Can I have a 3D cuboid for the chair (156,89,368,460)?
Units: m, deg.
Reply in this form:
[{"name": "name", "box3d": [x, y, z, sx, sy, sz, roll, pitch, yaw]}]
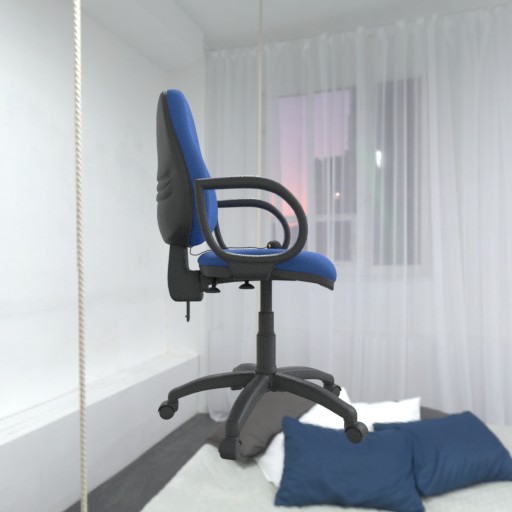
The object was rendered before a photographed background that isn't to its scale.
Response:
[{"name": "chair", "box3d": [0.000, 0.000, 1.239, 0.549, 0.905, 0.552, 0, 1, -1]}]
